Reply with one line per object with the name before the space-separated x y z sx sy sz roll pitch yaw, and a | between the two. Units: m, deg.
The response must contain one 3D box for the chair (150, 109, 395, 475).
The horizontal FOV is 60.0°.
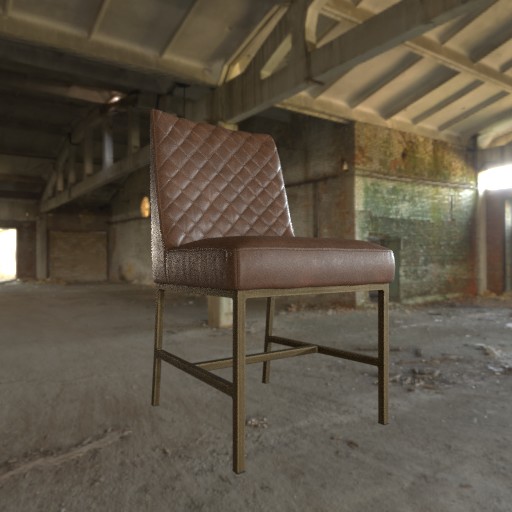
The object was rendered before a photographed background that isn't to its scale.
chair | 0.000 0.000 1.258 0.508 0.889 0.587 0 0 -35
